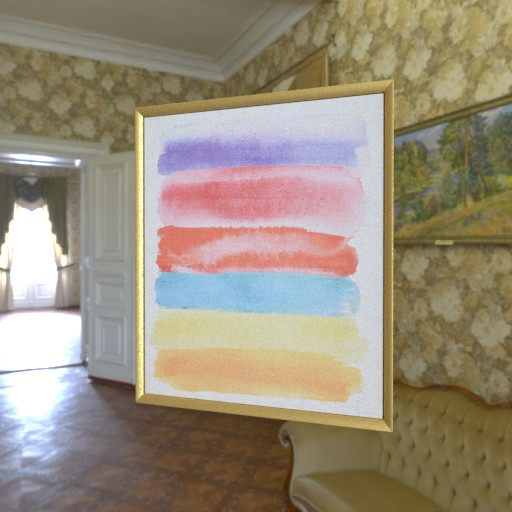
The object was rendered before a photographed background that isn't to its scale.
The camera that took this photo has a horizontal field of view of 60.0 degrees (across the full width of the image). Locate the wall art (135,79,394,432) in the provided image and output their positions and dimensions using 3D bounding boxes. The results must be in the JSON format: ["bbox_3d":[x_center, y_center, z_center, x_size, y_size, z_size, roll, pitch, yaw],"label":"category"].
[{"bbox_3d":[0.000,0.000,0.907,0.537,0.642,0.048,0,1,17],"label":"wall art"}]
